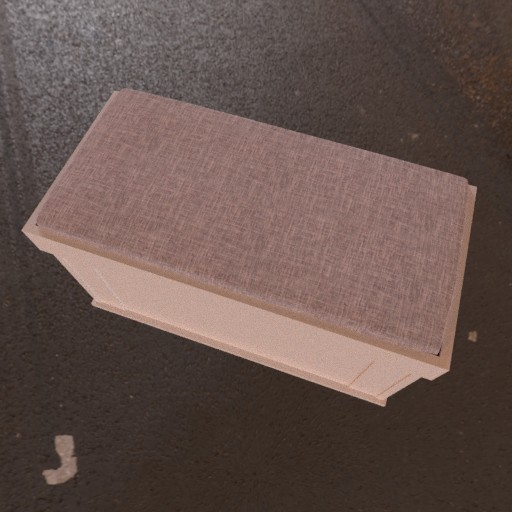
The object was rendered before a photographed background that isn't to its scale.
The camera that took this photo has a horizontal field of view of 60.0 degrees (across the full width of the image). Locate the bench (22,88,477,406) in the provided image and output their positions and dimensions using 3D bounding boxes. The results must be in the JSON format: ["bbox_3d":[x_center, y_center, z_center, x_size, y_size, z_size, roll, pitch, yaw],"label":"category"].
[{"bbox_3d":[0.000,0.000,0.970,0.734,0.461,0.362,17,65,8],"label":"bench"}]
